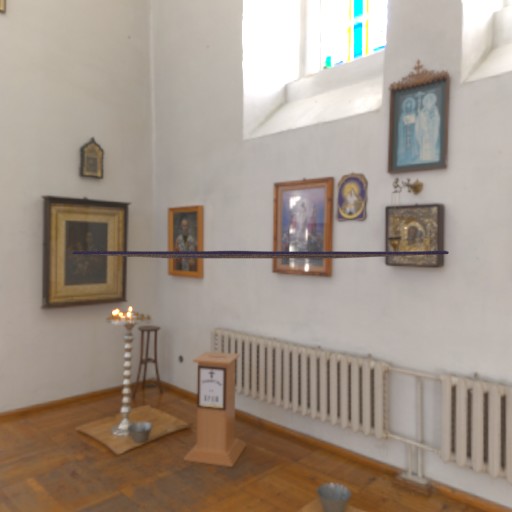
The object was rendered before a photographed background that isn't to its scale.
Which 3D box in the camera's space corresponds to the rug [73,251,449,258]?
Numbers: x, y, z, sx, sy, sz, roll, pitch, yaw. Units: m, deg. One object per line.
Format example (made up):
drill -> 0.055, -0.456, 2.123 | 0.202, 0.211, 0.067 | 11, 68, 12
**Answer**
rug -> 0.000, 0.000, 2.270 | 1.184, 0.012, 1.781 | 0, -1, -1
